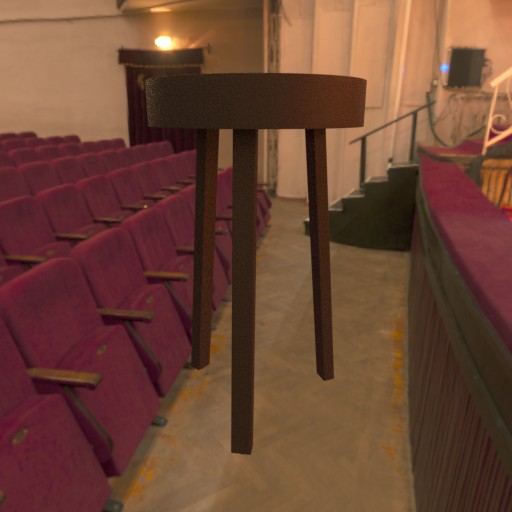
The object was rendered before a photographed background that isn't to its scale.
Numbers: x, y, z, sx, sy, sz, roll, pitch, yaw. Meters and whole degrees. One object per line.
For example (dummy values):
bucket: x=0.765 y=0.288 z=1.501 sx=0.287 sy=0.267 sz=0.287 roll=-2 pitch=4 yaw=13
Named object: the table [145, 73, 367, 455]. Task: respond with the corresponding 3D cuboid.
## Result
table: x=0.000 y=0.000 z=0.939 sx=0.406 sy=0.686 sz=0.406 roll=3 pitch=18 yaw=9
